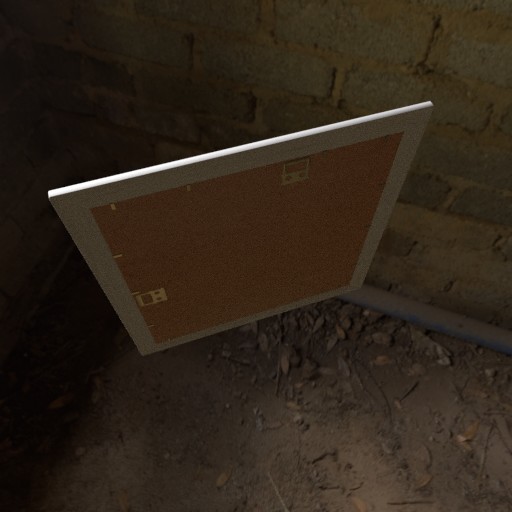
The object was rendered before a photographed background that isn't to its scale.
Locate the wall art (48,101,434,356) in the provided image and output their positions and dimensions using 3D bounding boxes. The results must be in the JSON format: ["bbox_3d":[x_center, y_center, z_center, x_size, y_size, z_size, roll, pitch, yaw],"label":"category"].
[{"bbox_3d":[0.000,0.000,0.885,0.584,0.584,0.013,-16,58,-10],"label":"wall art"}]
